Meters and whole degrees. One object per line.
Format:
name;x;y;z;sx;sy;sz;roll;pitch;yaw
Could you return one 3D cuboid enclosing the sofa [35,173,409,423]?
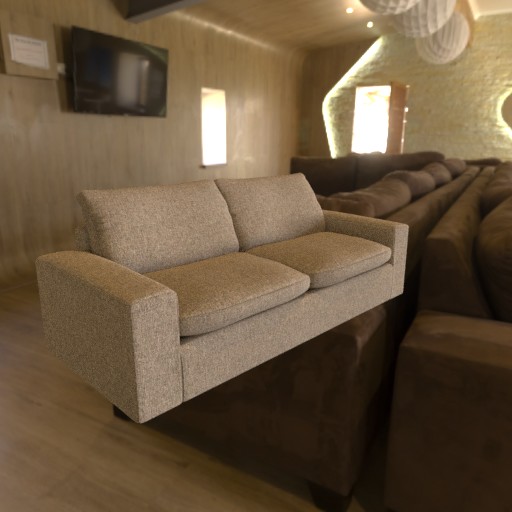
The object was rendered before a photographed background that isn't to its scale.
sofa;0.000;0.000;2.815;1.040;0.922;2.299;14;20;43
